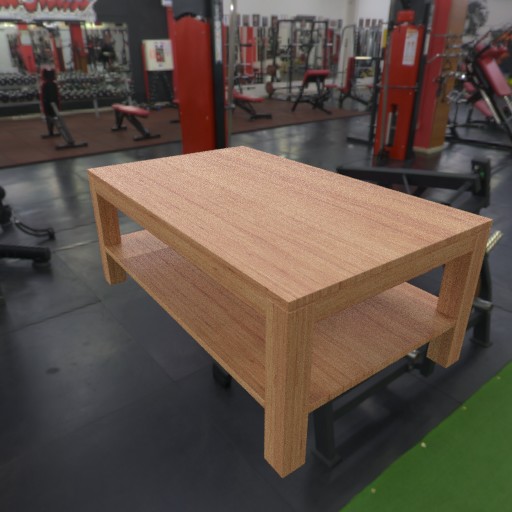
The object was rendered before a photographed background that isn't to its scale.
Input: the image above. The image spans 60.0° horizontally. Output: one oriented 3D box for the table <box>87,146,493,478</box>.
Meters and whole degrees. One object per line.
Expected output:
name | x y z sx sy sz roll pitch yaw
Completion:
table | 0.000 0.000 1.485 0.695 0.457 1.146 -18 31 -32
